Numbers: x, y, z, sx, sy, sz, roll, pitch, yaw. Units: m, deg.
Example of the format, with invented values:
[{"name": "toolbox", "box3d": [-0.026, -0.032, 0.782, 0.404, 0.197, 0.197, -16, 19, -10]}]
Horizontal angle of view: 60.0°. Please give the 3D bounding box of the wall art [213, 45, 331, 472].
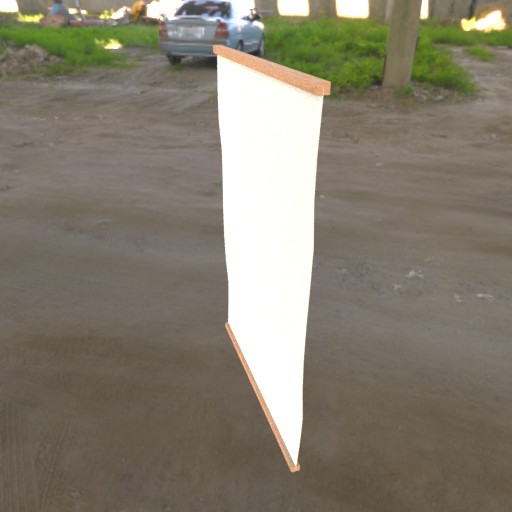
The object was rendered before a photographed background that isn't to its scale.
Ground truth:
[{"name": "wall art", "box3d": [0.000, 0.000, 0.621, 0.012, 0.508, 0.332, -10, 32, -17]}]
